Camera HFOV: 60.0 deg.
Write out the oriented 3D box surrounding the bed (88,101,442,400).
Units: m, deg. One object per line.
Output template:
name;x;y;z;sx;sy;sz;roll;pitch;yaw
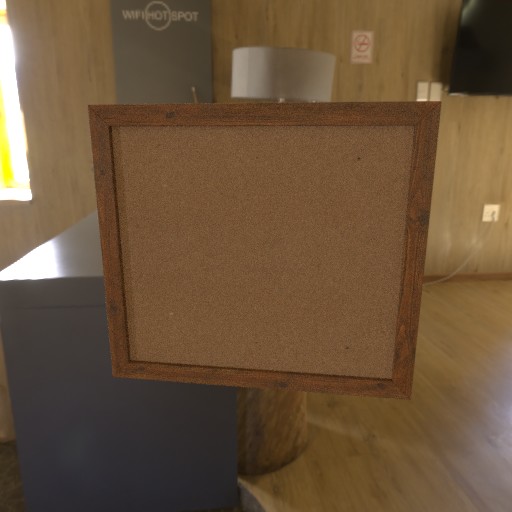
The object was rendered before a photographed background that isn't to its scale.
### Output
bed;0.000;0.000;1.444;1.046;0.942;0.046;2;15;8
